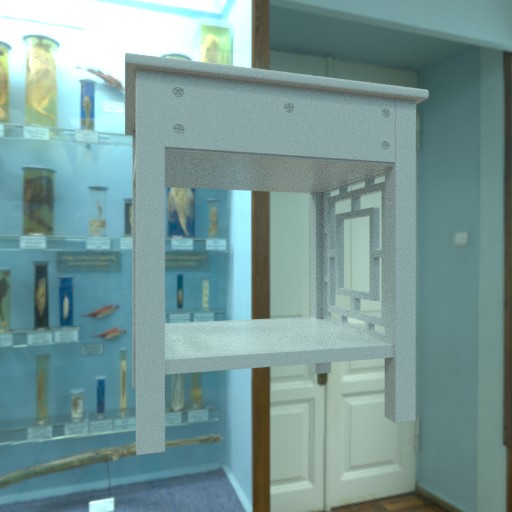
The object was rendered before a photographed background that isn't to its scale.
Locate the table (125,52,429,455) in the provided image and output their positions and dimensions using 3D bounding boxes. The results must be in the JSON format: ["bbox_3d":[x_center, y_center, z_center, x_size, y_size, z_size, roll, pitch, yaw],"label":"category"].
[{"bbox_3d":[0.000,0.000,0.995,0.564,0.646,0.451,0,0,-16],"label":"table"}]
